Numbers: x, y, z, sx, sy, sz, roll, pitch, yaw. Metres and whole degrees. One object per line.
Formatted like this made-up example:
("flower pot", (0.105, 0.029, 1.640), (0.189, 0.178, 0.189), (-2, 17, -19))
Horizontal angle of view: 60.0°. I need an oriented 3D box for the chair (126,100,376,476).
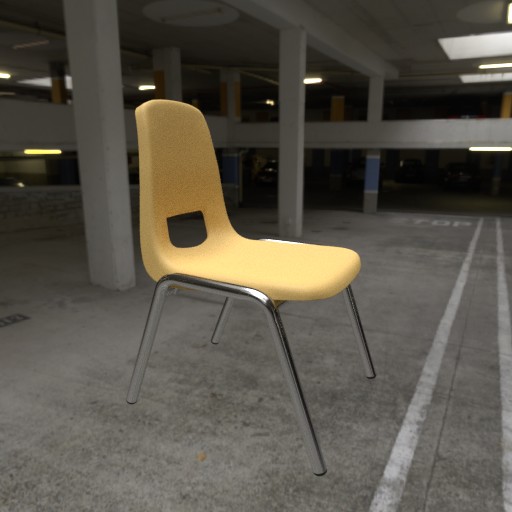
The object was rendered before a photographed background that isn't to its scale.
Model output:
("chair", (0.000, 0.000, 0.858), (0.423, 0.586, 0.354), (7, 16, 27))
